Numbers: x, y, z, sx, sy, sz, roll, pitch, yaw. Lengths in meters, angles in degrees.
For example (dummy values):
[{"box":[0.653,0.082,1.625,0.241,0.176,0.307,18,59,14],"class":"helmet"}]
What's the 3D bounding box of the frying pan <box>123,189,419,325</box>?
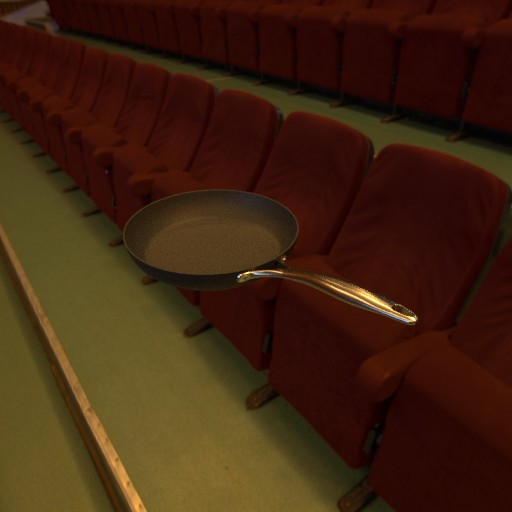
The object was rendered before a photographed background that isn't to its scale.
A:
[{"box":[0.000,0.000,0.580,0.255,0.105,0.472,-22,39,-30],"class":"frying pan"}]
